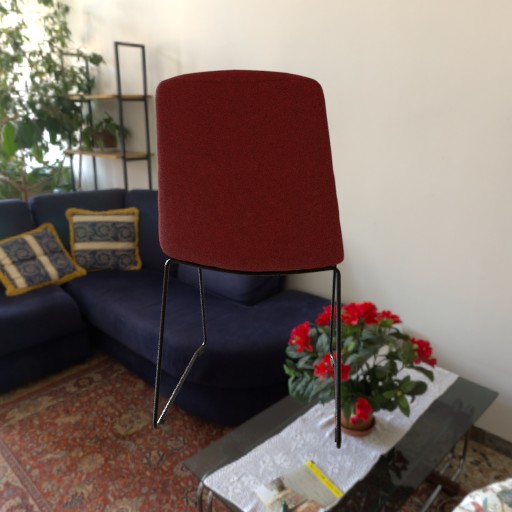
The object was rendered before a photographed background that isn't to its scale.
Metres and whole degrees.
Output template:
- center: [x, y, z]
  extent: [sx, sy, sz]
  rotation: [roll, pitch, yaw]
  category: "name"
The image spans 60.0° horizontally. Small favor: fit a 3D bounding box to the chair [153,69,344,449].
- center: [0.000, 0.000, 1.153]
  extent: [0.479, 0.858, 0.518]
  rotation: [3, 18, 8]
  category: "chair"
